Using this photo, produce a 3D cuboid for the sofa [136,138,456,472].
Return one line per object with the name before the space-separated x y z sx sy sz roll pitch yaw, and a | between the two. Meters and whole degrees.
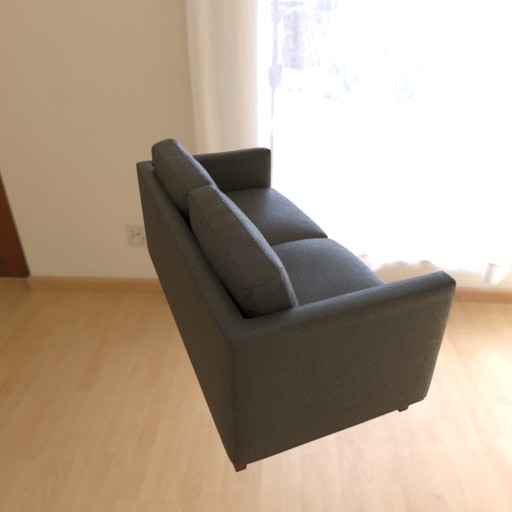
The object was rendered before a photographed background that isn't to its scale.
sofa | 0.000 0.000 2.403 0.951 0.933 1.883 -12 32 -19
